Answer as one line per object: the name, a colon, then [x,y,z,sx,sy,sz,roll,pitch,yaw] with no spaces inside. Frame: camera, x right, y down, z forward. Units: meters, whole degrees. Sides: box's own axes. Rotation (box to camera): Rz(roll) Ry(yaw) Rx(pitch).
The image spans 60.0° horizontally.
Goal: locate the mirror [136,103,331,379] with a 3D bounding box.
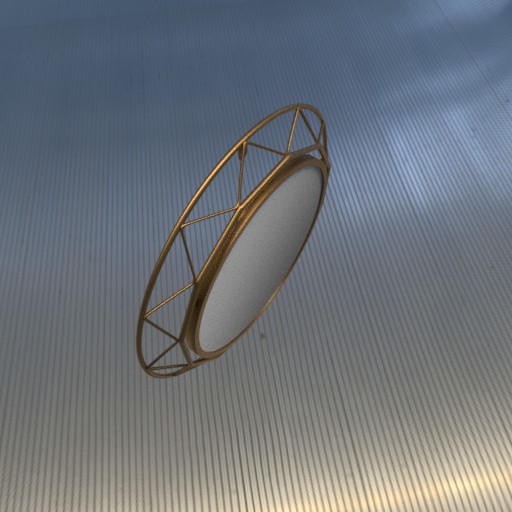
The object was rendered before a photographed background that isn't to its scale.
mirror: [0.000,0.000,0.668,0.043,0.454,0.454,32,64,18]
